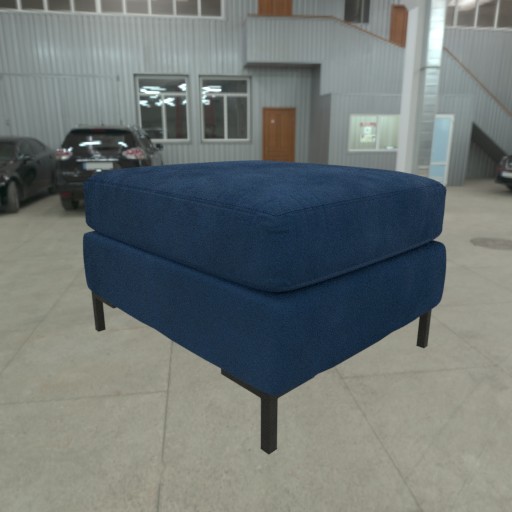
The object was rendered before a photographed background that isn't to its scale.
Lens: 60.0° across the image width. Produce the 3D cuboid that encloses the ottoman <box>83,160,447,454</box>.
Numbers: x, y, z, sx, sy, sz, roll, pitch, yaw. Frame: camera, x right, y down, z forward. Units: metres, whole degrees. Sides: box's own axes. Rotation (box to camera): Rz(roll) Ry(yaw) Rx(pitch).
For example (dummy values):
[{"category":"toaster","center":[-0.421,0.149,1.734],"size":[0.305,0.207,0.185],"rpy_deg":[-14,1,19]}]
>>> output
[{"category":"ottoman","center":[0.000,0.000,1.200],"size":[0.655,0.485,0.794],"rpy_deg":[-15,21,-41]}]
